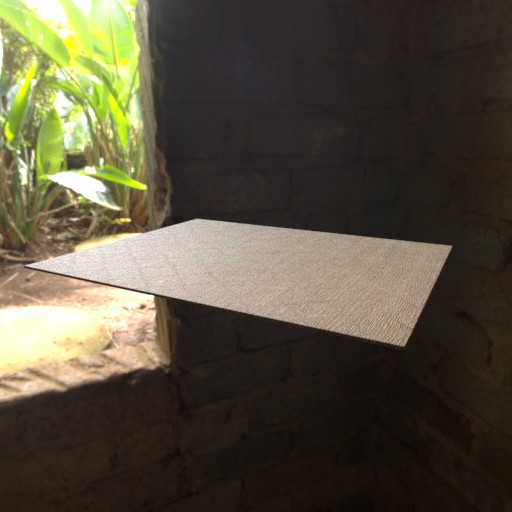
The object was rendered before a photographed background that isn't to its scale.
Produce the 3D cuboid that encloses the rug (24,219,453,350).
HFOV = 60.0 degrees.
[{"bbox_3d":[0.000,0.000,3.975,3.039,0.019,2.420,8,17,27],"label":"rug"}]
